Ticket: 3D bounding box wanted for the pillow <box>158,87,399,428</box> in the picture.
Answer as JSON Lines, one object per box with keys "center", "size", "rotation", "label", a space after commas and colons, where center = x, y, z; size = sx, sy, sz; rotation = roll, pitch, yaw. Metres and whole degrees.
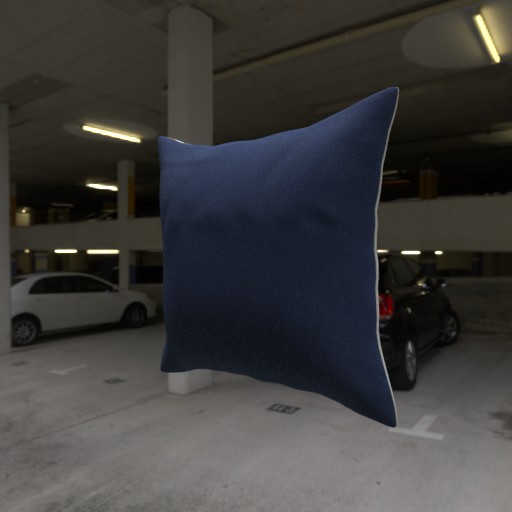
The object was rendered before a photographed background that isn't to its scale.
{"center": [0.000, 0.000, 0.723], "size": [0.463, 0.454, 0.173], "rotation": [1, 1, 36], "label": "pillow"}
